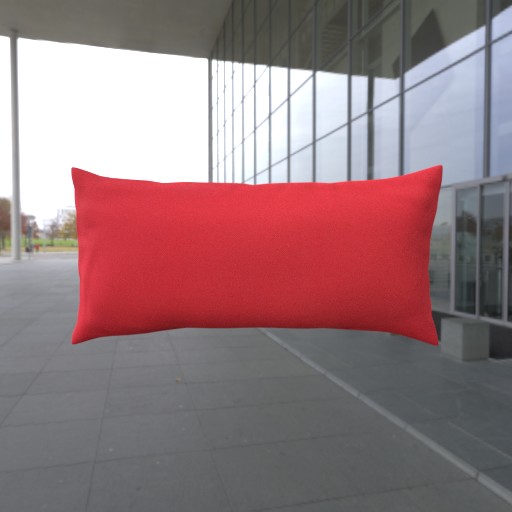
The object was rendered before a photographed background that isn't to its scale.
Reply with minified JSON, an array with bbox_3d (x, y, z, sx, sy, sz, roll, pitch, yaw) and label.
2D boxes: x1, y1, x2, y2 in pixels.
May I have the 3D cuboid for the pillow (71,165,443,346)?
[{"bbox_3d":[0.000,0.000,0.730,0.608,0.297,0.151,0,2,0],"label":"pillow"}]
